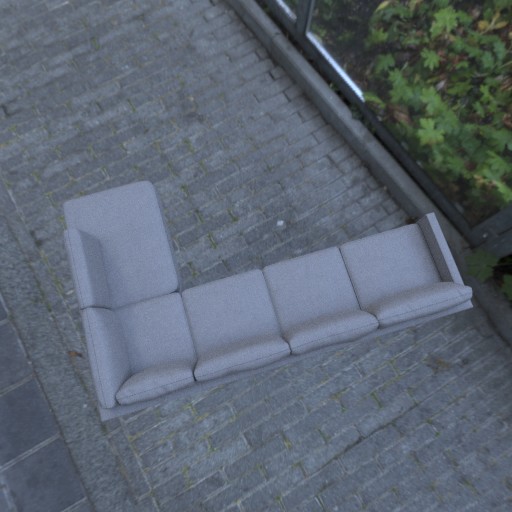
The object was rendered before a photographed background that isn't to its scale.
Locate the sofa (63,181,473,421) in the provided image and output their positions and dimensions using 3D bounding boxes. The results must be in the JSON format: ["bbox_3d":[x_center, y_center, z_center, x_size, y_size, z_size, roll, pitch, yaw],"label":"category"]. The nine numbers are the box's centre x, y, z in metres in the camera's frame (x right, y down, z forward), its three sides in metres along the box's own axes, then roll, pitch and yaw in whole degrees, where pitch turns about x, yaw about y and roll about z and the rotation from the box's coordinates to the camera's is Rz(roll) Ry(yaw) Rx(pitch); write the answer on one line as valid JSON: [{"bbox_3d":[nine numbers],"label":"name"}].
[{"bbox_3d":[0.000,0.000,4.209,3.331,0.964,2.077,-16,77,-4],"label":"sofa"}]
